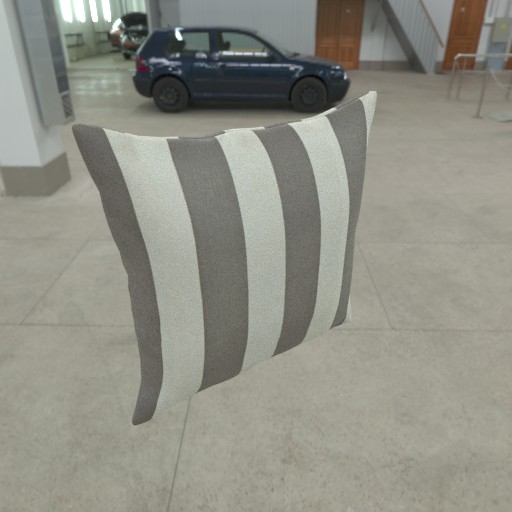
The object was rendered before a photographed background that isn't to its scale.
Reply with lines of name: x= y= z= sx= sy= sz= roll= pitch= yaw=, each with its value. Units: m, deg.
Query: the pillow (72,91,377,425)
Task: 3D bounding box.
pillow: x=0.000 y=0.000 z=0.770 sx=0.522 sy=0.507 sz=0.192 roll=-18 pitch=33 yaw=-30
